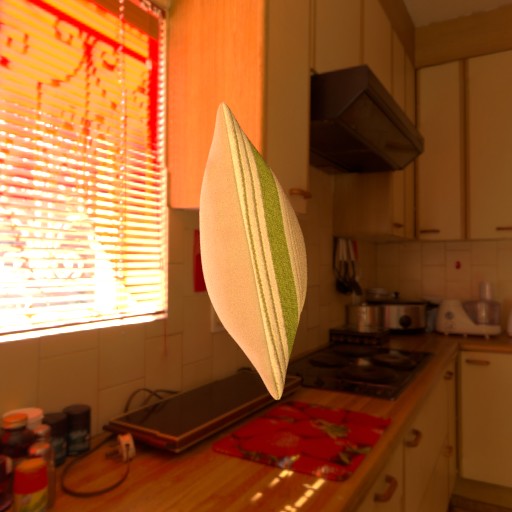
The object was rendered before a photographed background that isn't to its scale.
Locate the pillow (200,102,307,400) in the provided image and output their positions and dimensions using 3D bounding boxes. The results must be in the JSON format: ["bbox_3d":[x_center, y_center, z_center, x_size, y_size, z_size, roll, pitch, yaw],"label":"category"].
[{"bbox_3d":[0.000,0.000,0.736,0.156,0.292,0.608,0,-1,1],"label":"pillow"}]
